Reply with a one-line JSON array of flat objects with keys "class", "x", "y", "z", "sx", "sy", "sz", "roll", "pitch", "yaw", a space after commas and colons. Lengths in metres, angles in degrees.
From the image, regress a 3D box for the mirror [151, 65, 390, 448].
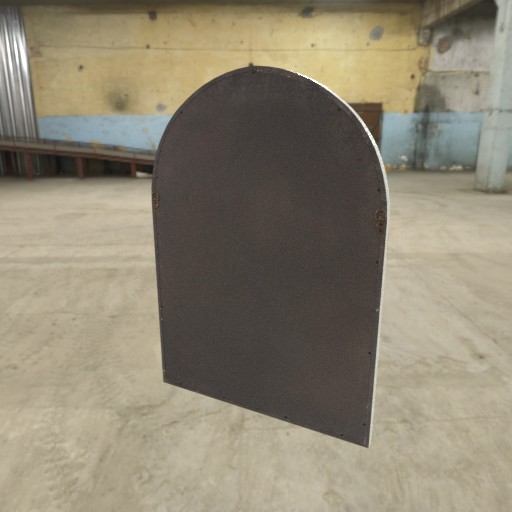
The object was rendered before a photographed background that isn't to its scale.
[{"class": "mirror", "x": 0.000, "y": 0.000, "z": 1.160, "sx": 0.660, "sy": 0.920, "sz": 0.032, "roll": 8, "pitch": 18, "yaw": 27}]
